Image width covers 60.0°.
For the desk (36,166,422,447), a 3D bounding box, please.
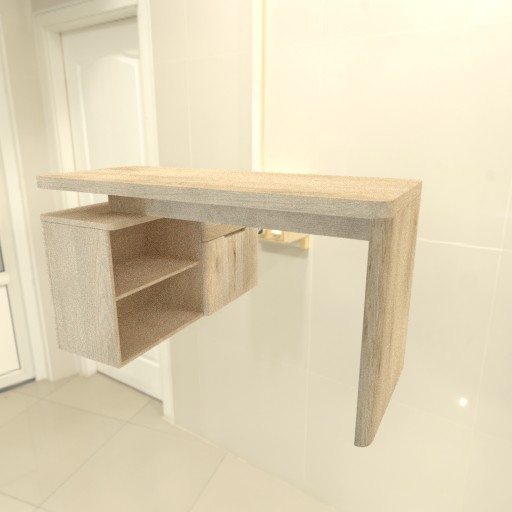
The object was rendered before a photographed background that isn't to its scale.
[{"bbox_3d":[0.000,0.000,2.047,1.400,0.770,1.175,8,18,27],"label":"desk"}]
